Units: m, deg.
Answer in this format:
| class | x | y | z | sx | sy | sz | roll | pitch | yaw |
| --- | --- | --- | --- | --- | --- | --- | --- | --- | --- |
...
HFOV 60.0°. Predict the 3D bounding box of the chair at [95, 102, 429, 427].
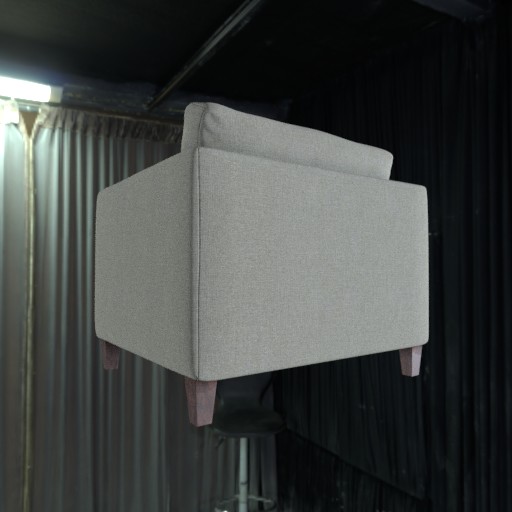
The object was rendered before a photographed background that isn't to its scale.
| class | x | y | z | sx | sy | sz | roll | pitch | yaw |
| --- | --- | --- | --- | --- | --- | --- | --- | --- | --- |
| chair | 0.000 | 0.000 | 1.868 | 1.107 | 0.963 | 0.959 | 1 | -2 | -35 |
